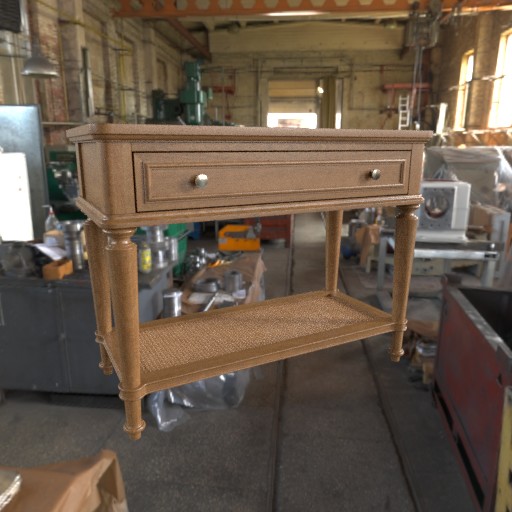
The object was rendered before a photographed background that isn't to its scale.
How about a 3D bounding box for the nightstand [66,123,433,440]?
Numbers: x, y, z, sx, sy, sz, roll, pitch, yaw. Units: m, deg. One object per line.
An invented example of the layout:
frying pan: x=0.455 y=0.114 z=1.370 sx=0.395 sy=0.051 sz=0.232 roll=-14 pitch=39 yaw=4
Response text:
nightstand: x=0.000 y=0.000 z=1.285 sx=0.914 sy=0.700 sz=0.432 roll=-7 pitch=16 yaw=-27
